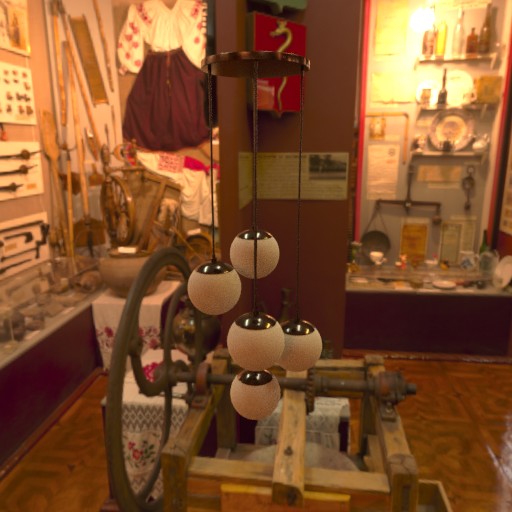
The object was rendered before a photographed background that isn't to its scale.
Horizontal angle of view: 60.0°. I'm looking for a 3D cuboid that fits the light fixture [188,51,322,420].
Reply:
[{"bbox_3d":[0.000,0.000,1.563,0.484,1.271,0.489,2,14,8],"label":"light fixture"}]
